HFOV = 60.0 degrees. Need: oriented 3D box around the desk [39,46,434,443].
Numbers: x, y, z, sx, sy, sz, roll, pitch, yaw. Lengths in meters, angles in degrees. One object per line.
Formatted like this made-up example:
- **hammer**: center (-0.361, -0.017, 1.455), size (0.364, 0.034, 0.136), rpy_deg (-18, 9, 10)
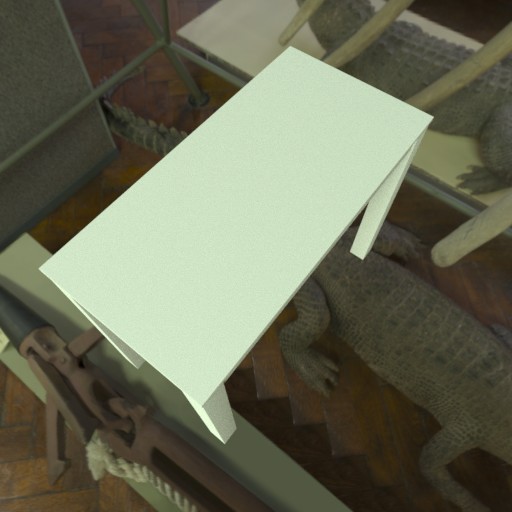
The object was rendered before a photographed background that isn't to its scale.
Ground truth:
- **desk**: center (0.000, 0.000, 1.467), size (0.497, 0.762, 0.990), rpy_deg (34, 67, 17)
